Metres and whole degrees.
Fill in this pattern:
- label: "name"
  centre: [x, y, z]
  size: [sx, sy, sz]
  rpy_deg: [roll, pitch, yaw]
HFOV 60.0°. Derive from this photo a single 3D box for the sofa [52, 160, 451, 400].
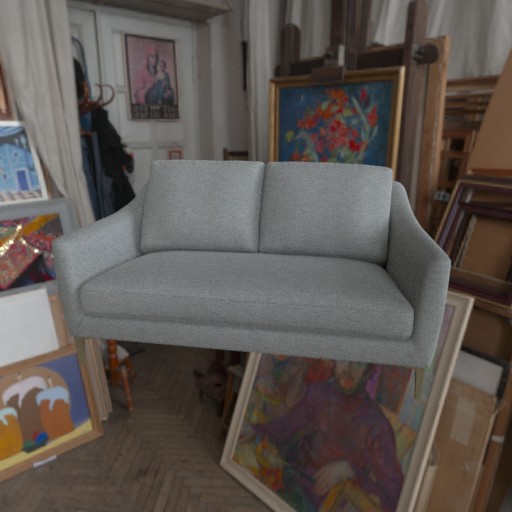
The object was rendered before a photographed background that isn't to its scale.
- label: "sofa"
  centre: [0.000, 0.000, 2.218]
  size: [1.619, 0.904, 0.960]
  rpy_deg: [3, 16, 10]
